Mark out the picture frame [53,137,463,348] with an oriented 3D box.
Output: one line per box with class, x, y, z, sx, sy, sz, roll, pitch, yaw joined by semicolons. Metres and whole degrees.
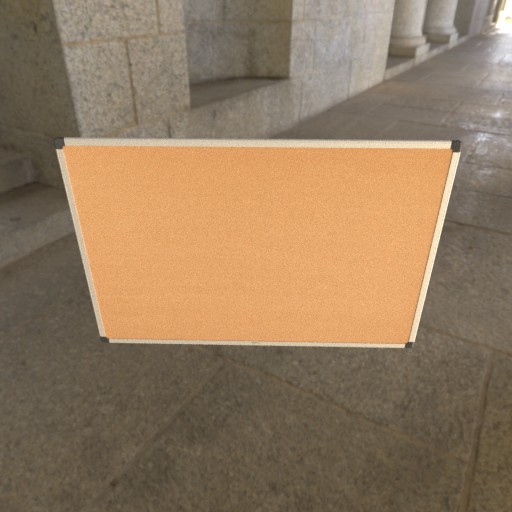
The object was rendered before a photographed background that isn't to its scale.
picture frame;0.000;0.000;1.127;0.900;0.600;0.010;1;31;1
